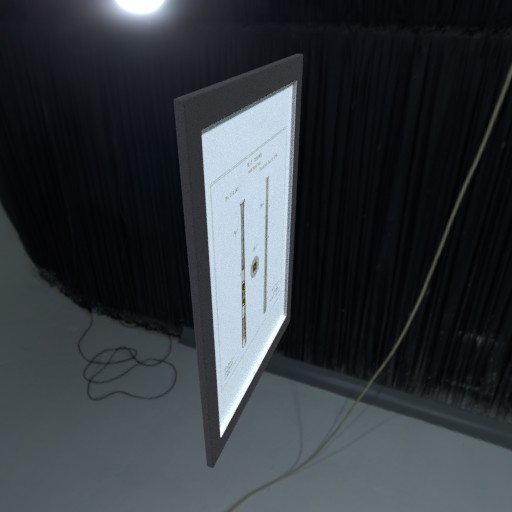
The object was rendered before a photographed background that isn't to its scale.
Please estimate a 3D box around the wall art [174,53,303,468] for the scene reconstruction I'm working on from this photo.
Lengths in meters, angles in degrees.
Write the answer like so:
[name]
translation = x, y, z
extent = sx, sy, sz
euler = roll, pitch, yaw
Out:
[wall art]
translation = 0.000, 0.000, 0.678
extent = 0.012, 0.529, 0.374
euler = 11, 32, 18
